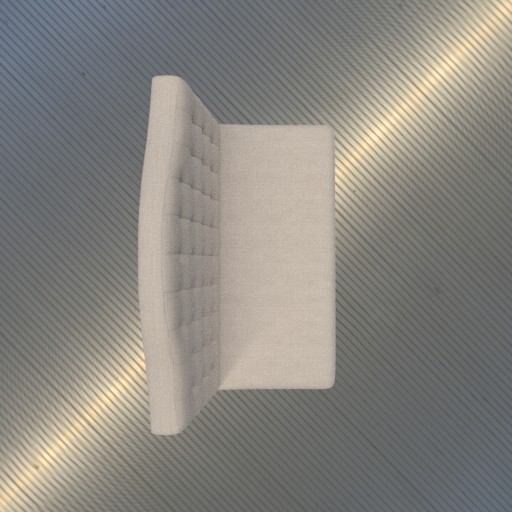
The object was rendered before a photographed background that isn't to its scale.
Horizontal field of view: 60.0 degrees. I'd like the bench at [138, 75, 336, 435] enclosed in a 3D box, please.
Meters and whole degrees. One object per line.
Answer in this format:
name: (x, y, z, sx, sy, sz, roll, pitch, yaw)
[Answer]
bench: (0.000, 0.000, 2.073, 0.815, 1.180, 1.335, 0, 89, -1)
